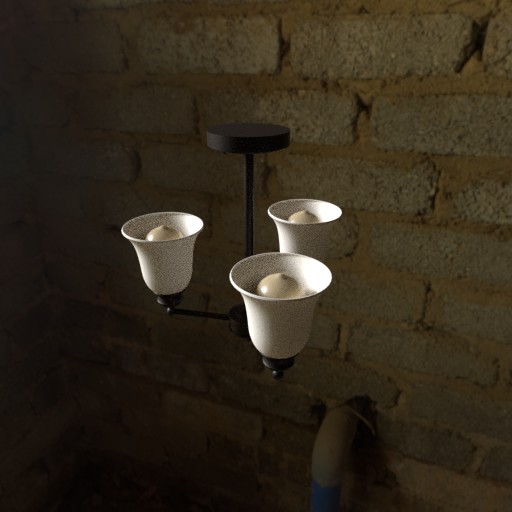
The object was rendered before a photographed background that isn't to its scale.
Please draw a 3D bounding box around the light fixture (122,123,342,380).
[{"bbox_3d":[0.000,0.000,0.685,0.388,0.370,0.354,-8,26,-16],"label":"light fixture"}]
